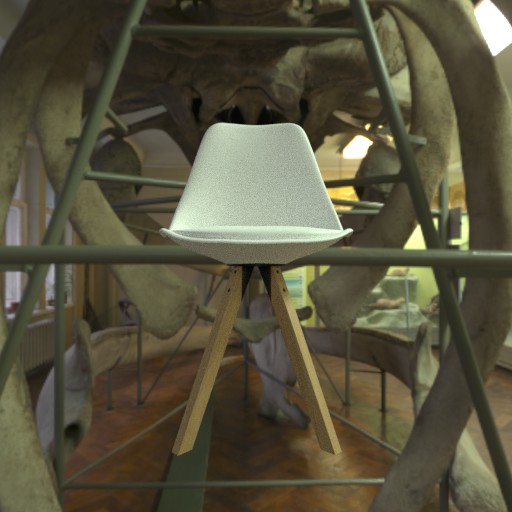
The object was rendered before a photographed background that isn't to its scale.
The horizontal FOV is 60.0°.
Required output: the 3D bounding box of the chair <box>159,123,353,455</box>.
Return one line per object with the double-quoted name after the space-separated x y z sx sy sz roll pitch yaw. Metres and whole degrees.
0.000 0.000 1.166 0.485 0.849 0.550 0 0 -1 "chair"
